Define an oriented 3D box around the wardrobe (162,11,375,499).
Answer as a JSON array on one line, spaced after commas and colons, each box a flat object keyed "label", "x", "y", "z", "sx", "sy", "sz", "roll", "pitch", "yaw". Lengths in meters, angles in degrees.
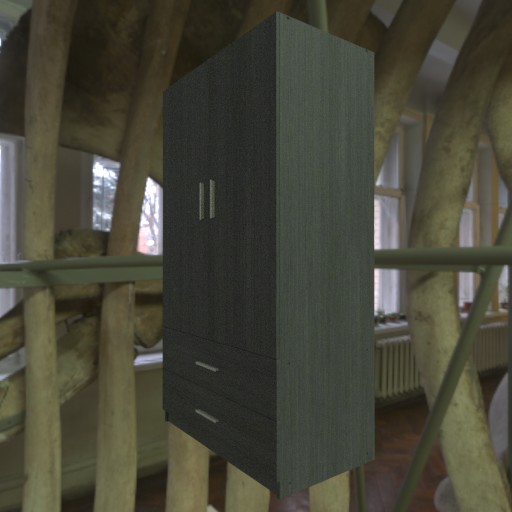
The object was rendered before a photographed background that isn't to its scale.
[{"label": "wardrobe", "x": 0.000, "y": 0.000, "z": 2.194, "sx": 0.577, "sy": 1.808, "sz": 0.991, "roll": 0, "pitch": 0, "yaw": -37}]
